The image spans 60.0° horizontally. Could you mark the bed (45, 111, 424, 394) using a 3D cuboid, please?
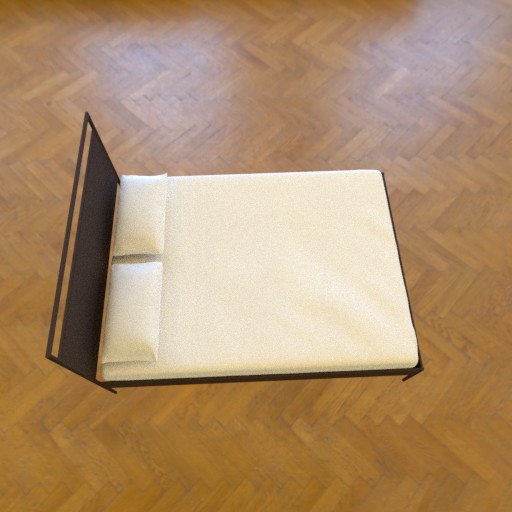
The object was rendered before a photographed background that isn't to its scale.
[{"bbox_3d":[0.000,0.000,3.035,2.122,1.173,1.572,-2,64,-1],"label":"bed"}]
